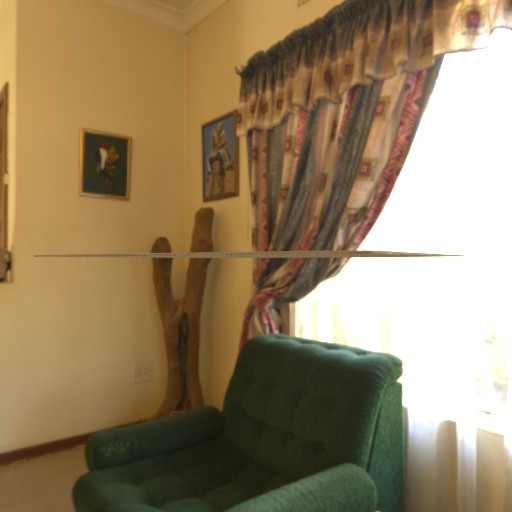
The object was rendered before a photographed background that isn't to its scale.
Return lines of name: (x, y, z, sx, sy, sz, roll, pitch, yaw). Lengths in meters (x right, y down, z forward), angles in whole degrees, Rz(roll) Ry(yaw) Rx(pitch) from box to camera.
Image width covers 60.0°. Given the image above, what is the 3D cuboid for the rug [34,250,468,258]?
rug: (0.000, 0.000, 3.758, 2.895, 0.018, 2.288, 0, -1, 35)
